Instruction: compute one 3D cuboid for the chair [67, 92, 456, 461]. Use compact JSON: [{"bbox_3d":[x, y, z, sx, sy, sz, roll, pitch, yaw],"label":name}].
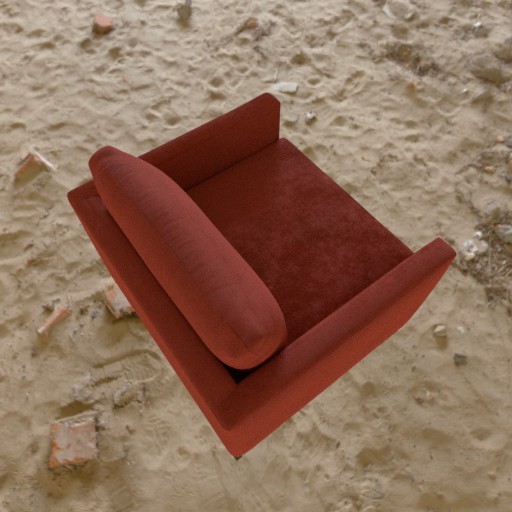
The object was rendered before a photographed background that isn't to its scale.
[{"bbox_3d":[0.000,0.000,1.573,0.875,0.812,0.964,-33,63,-19],"label":"chair"}]
